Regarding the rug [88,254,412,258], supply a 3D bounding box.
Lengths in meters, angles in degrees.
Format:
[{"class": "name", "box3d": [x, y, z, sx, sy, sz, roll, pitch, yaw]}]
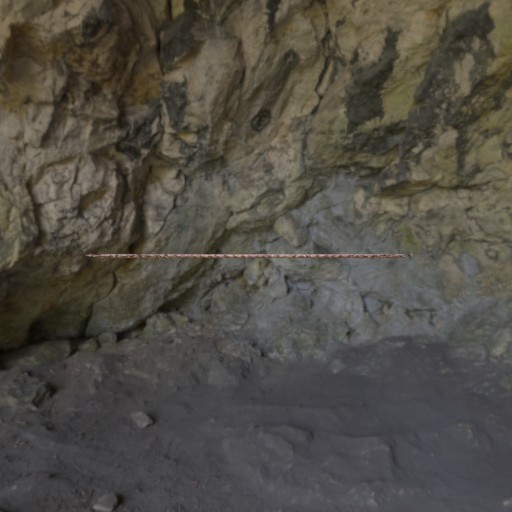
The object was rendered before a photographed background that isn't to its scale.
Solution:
[{"class": "rug", "box3d": [0.000, 0.000, 2.034, 0.905, 0.017, 1.718, 0, 0, 0]}]
